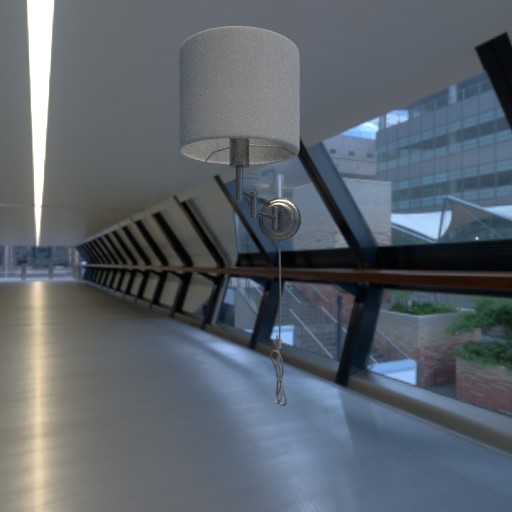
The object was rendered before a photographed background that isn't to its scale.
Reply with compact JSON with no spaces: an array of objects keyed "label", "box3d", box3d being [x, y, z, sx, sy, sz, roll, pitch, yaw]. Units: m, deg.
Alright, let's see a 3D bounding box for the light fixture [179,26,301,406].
[{"label":"light fixture","box3d":[0.000,0.000,1.043,0.253,0.842,0.479,0,0,18]}]
